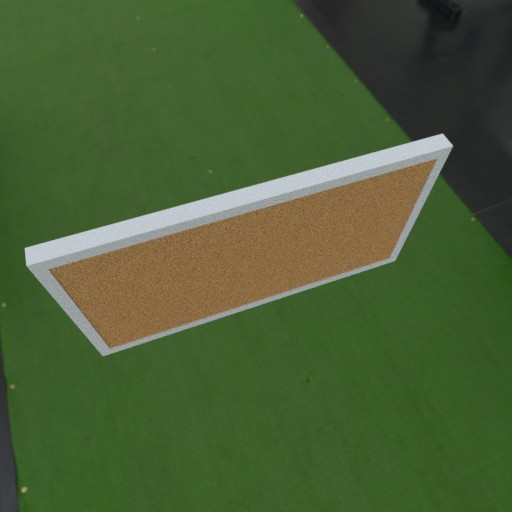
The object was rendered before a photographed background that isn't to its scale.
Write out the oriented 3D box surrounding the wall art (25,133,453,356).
[{"bbox_3d":[0.000,0.000,0.990,0.812,0.431,0.038,-17,59,-10],"label":"wall art"}]
